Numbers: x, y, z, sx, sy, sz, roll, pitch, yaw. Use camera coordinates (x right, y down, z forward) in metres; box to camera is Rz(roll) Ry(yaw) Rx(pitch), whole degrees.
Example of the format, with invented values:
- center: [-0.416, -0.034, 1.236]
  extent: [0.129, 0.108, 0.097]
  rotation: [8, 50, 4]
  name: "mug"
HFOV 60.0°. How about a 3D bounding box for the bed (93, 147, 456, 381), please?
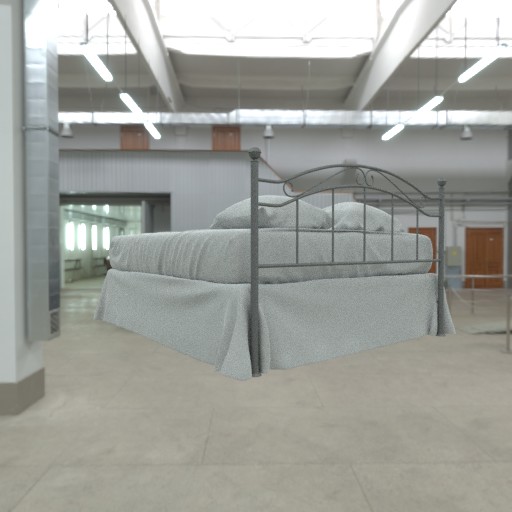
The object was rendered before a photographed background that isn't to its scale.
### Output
- center: [0.000, 0.000, 3.406]
  extent: [1.936, 1.080, 2.215]
  rotation: [-1, 2, -36]
  name: "bed"
